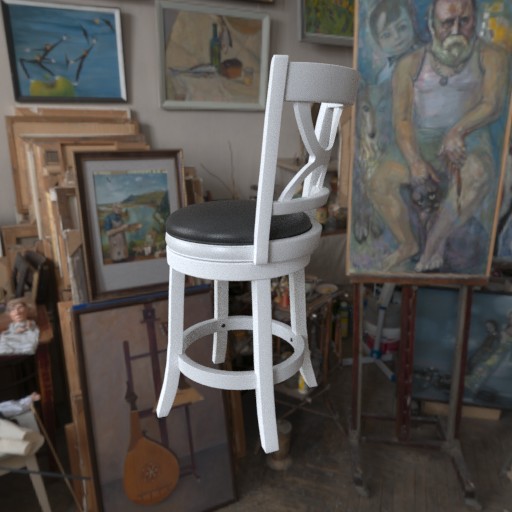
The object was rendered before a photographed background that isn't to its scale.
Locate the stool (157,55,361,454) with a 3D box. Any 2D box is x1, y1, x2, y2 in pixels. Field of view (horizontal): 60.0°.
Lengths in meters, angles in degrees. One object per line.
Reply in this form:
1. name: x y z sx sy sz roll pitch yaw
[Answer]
1. stool: 0.000 0.000 1.230 0.508 0.953 0.444 7 18 24
